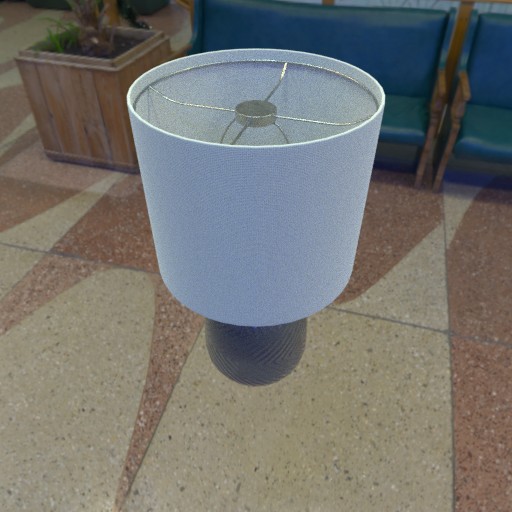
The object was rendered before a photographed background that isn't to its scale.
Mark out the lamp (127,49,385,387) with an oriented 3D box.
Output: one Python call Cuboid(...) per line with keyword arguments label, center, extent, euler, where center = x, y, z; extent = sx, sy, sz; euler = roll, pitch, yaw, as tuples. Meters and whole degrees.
Cuboid(label="lamp", center=(0.000, 0.000, 0.482), extent=(0.207, 0.366, 0.207), euler=(12, 43, 13))
